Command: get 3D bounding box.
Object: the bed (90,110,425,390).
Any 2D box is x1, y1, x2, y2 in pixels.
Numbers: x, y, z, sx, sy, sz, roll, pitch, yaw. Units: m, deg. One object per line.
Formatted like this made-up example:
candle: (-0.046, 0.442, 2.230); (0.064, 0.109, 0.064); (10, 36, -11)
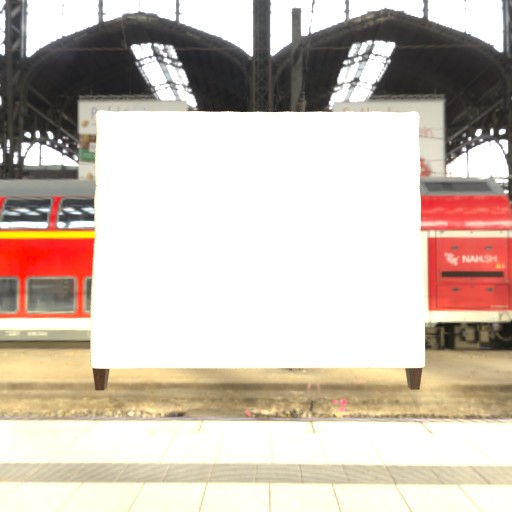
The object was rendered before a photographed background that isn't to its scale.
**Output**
bed: (0.000, 0.000, 3.416); (1.698, 1.427, 2.387); (0, -2, 0)
